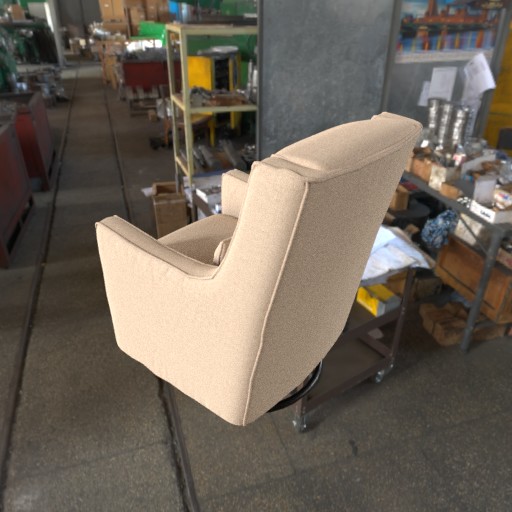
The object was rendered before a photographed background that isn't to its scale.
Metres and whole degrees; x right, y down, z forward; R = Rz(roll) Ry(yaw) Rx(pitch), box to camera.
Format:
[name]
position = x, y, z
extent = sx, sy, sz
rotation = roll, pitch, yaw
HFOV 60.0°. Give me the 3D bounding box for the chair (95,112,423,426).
[chair]
position = 0.000, 0.000, 1.577
extent = 0.879, 0.993, 0.732
rotation = 21, 36, 33
